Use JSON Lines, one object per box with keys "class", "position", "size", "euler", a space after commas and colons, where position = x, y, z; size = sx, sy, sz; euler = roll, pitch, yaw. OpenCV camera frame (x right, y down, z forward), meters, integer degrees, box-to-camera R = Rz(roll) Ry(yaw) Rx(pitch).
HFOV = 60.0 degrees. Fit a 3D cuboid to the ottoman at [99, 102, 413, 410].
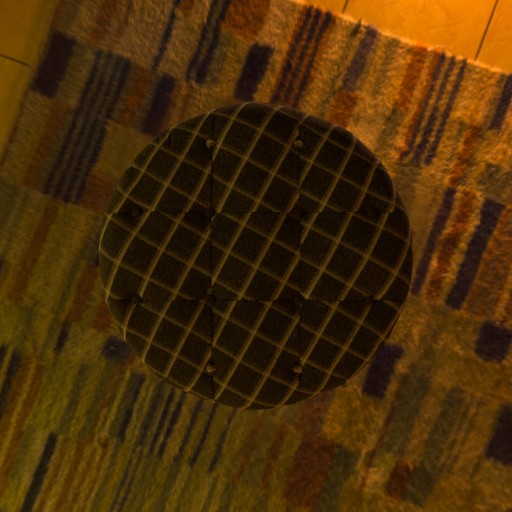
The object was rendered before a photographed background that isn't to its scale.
{"class": "ottoman", "position": [0.000, 0.000, 1.421], "size": [0.901, 0.439, 0.901], "euler": [0, 90, 1]}
